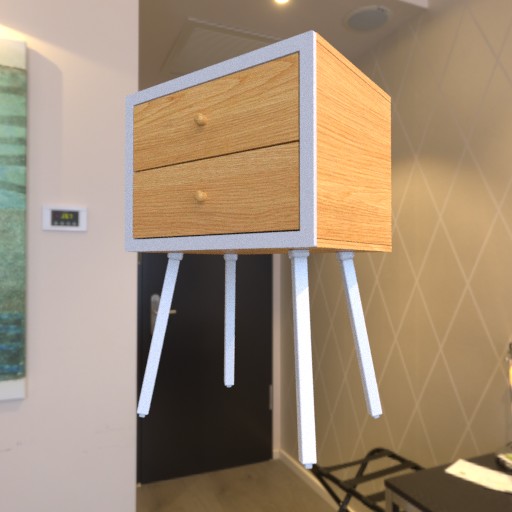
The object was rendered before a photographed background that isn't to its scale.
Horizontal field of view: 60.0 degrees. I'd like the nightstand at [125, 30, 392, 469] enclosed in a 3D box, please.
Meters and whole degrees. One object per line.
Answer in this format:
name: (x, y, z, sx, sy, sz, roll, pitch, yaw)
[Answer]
nightstand: (0.000, 0.000, 0.824, 0.400, 0.601, 0.316, -1, -1, 36)
